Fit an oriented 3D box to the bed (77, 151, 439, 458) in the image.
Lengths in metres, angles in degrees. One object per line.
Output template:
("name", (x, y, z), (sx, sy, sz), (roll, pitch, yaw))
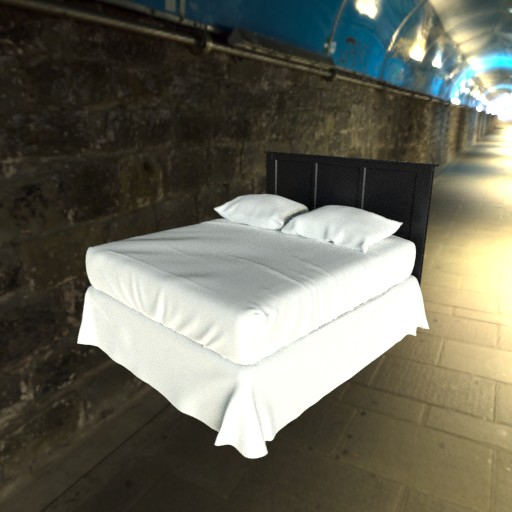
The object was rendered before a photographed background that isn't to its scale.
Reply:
("bed", (0.000, 0.000, 3.190), (1.870, 1.270, 2.050), (16, 24, 41))
